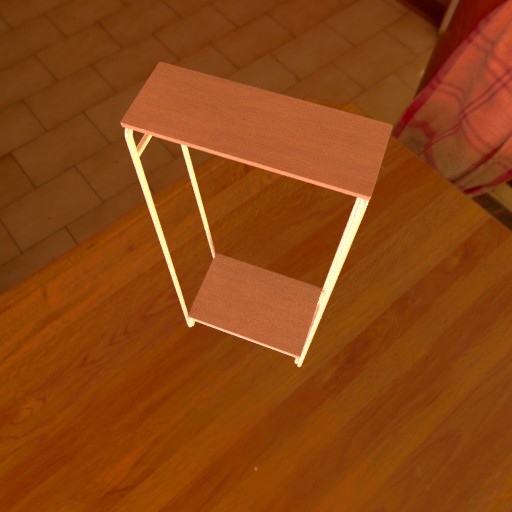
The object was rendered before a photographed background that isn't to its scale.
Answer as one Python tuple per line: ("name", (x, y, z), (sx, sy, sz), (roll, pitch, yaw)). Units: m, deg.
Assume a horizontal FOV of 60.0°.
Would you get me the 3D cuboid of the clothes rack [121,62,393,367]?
("clothes rack", (0.000, 0.000, 1.780), (0.640, 1.512, 0.400), (18, 66, 9))
